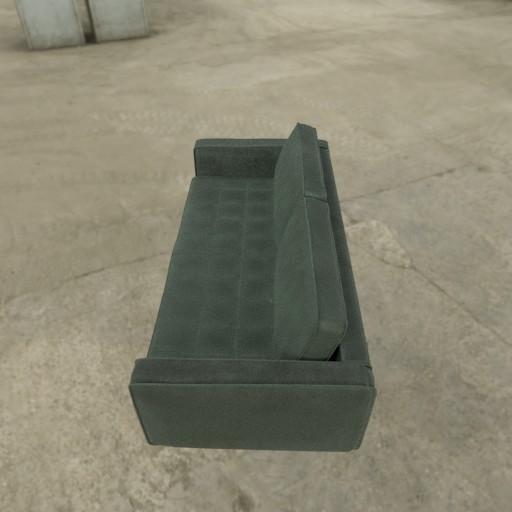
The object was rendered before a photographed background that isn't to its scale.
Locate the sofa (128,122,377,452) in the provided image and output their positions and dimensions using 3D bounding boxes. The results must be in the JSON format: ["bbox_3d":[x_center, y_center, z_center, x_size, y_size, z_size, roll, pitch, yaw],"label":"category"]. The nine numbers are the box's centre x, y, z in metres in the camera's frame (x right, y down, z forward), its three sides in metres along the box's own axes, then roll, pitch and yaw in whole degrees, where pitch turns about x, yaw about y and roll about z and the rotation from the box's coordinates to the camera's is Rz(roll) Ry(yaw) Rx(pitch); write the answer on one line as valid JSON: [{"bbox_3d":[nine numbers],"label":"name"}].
[{"bbox_3d":[0.000,0.000,2.290,0.886,0.781,1.816,1,42,1],"label":"sofa"}]
